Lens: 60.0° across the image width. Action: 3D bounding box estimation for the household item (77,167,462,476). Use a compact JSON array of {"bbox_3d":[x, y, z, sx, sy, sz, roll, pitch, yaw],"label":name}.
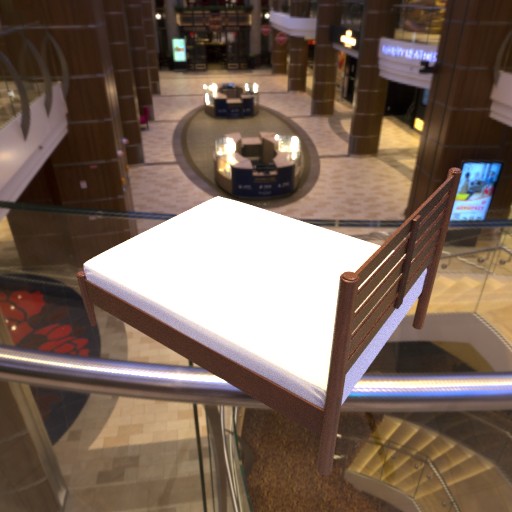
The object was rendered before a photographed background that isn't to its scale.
[{"bbox_3d":[0.000,0.000,3.309,2.232,1.356,1.663,21,37,30],"label":"household item"}]
